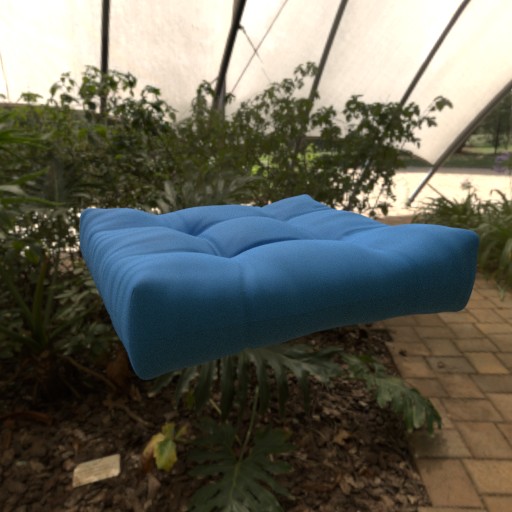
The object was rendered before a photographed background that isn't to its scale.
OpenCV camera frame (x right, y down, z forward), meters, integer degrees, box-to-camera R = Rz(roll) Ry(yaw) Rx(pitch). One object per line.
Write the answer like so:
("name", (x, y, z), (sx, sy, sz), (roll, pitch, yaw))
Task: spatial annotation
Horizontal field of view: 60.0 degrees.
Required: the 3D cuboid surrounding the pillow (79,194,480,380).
("pillow", (0.000, 0.000, 0.707), (0.490, 0.128, 0.468), (-8, 17, -25))
